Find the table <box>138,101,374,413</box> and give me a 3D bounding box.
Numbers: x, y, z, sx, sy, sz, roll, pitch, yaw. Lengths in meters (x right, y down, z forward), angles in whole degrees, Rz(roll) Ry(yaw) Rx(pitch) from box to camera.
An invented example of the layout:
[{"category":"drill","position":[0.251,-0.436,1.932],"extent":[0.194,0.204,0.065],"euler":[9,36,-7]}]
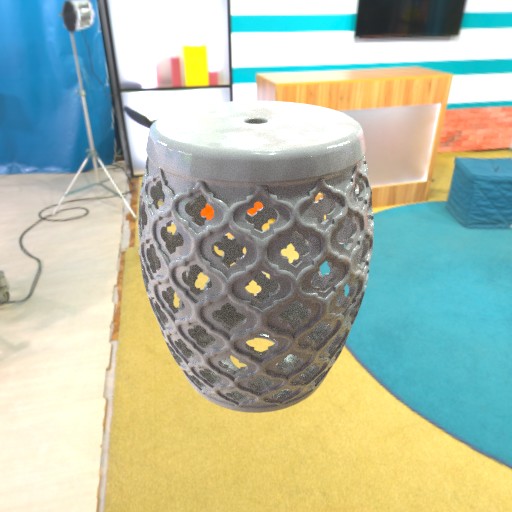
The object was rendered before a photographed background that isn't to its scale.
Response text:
[{"category":"table","position":[0.000,0.000,0.646],"extent":[0.325,0.388,0.325],"euler":[0,30,0]}]
